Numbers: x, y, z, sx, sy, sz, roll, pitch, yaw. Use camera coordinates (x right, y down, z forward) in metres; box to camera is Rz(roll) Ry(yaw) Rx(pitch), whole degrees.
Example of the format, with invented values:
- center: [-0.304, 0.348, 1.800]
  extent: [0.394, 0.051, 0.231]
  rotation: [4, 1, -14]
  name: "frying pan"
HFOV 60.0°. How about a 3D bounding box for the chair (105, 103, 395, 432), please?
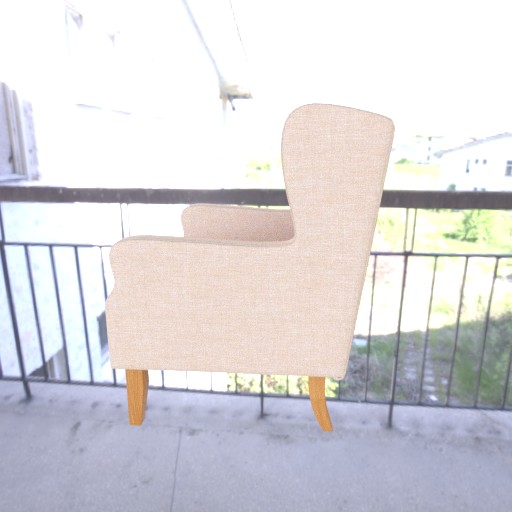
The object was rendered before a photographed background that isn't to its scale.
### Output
- center: [0.000, 0.000, 1.500]
  extent: [0.760, 0.930, 0.710]
  rotation: [2, 15, 8]
  name: "chair"
